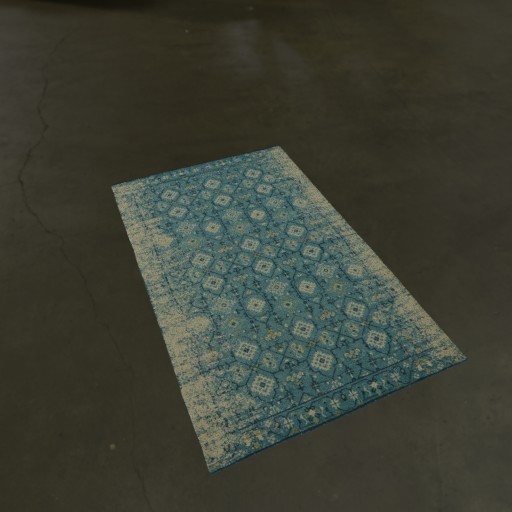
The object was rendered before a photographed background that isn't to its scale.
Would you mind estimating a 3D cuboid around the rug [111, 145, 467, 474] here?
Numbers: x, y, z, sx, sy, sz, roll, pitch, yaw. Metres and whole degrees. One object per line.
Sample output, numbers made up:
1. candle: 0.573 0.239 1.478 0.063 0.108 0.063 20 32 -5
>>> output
1. rug: 0.000 0.000 3.043 1.530 0.015 2.449 -17 48 -16
